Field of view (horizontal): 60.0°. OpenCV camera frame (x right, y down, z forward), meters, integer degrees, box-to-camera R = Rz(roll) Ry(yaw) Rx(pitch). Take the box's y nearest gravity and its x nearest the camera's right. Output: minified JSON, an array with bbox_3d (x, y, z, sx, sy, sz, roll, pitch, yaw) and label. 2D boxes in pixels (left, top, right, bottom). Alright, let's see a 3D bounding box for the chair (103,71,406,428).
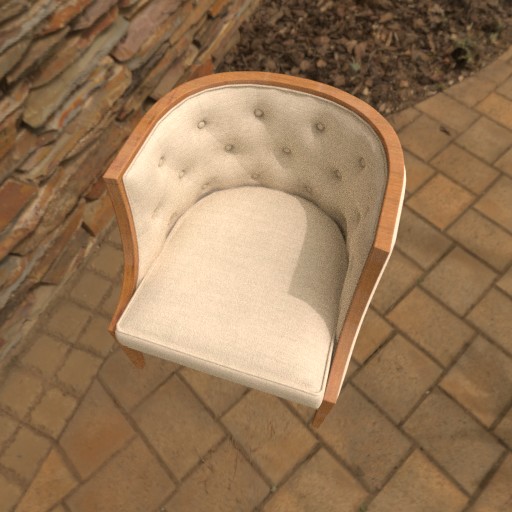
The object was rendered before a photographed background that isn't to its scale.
[{"bbox_3d":[0.000,0.000,1.385,0.711,0.775,0.757,16,60,9],"label":"chair"}]
